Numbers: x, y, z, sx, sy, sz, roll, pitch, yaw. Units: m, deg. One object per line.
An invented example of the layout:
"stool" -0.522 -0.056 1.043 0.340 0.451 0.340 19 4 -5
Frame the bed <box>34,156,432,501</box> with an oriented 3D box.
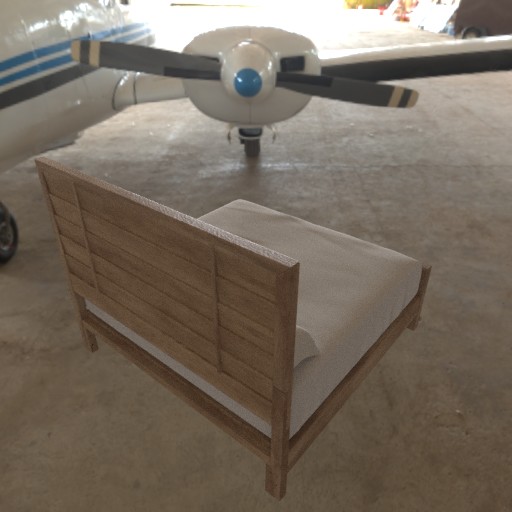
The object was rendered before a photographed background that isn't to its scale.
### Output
"bed" 0.000 0.000 3.385 2.032 1.626 2.032 23 38 33
